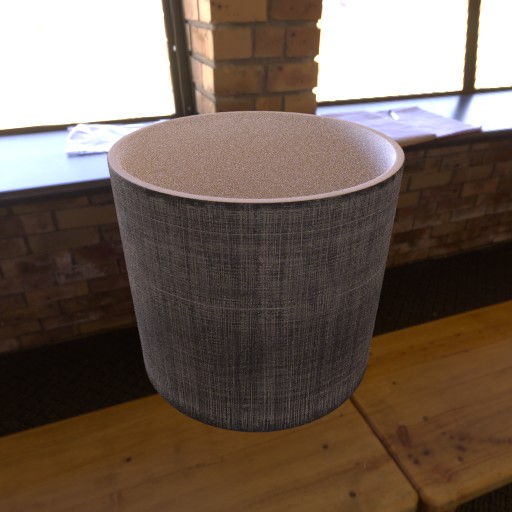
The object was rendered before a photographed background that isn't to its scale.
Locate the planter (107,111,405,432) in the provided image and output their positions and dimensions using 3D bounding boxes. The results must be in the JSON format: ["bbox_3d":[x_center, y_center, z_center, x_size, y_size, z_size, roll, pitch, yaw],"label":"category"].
[{"bbox_3d":[0.000,0.000,0.393,0.221,0.201,0.221,0,31,0],"label":"planter"}]
